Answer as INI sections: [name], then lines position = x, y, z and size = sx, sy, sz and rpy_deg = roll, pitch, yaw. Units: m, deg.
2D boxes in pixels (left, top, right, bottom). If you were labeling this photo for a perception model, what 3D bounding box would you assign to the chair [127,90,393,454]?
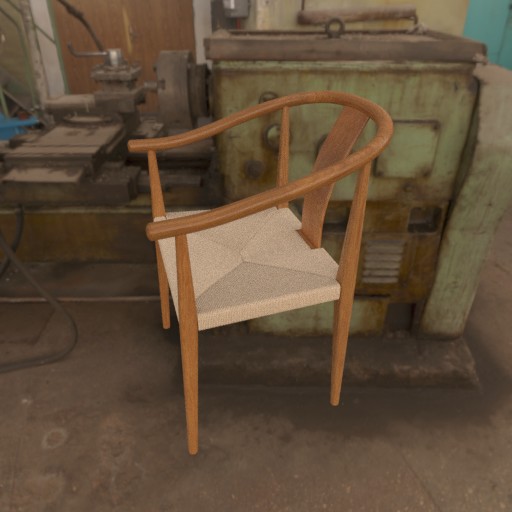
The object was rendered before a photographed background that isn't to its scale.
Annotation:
[chair]
position = 0.000, 0.000, 1.219
size = 0.579, 0.800, 0.556
rpy_deg = -9, 33, -15
